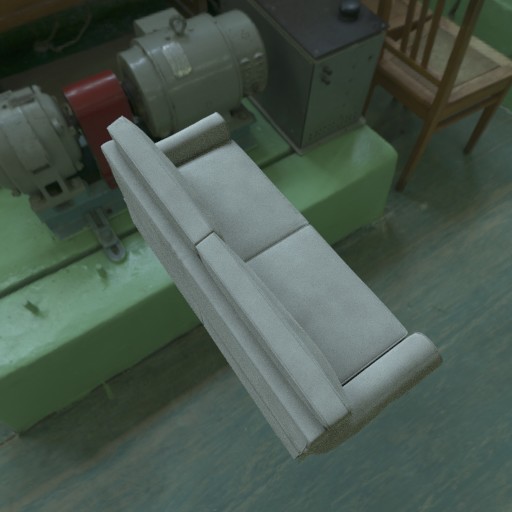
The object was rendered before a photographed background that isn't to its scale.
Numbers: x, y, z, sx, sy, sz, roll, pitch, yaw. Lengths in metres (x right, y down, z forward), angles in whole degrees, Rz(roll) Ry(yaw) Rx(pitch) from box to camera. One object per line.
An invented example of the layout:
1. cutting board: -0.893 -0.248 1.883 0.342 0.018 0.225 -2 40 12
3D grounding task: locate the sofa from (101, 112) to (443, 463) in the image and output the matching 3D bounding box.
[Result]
1. sofa: 0.000 0.000 2.716 0.900 1.014 2.246 -31 65 -17
